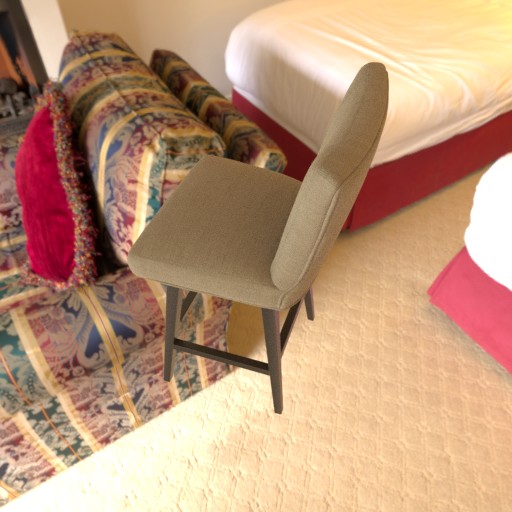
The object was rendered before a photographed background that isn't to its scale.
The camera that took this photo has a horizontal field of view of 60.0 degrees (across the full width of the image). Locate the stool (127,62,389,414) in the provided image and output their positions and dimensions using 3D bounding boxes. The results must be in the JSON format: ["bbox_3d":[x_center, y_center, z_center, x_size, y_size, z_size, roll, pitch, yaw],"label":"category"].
[{"bbox_3d":[0.000,0.000,1.380,0.574,1.086,0.514,15,49,14],"label":"stool"}]
